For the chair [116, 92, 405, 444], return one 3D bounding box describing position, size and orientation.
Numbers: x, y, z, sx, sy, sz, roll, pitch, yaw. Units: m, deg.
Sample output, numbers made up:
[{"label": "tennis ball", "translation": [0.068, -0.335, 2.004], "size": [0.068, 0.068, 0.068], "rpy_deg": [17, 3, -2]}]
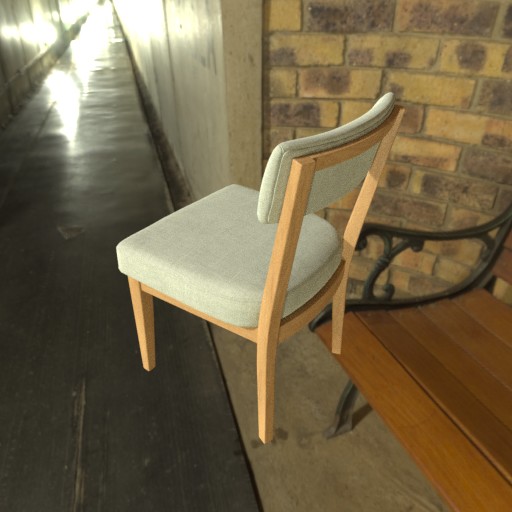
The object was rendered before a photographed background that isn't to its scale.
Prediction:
[{"label": "chair", "translation": [0.000, 0.000, 1.204], "size": [0.572, 0.832, 0.508], "rpy_deg": [22, 38, 30]}]
